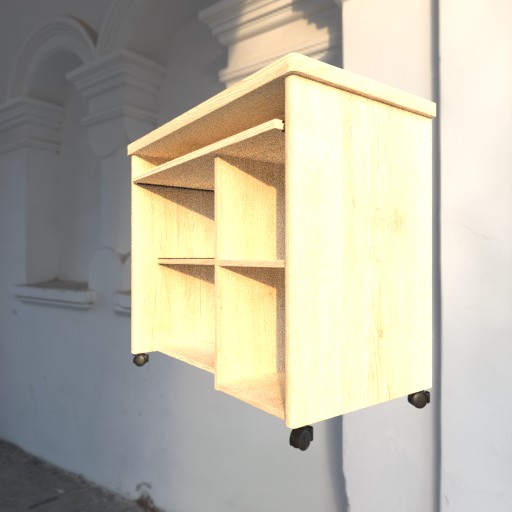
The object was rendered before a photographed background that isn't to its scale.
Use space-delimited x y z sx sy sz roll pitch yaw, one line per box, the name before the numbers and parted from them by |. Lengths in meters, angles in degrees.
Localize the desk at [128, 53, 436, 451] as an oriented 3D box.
desk | 0.000 0.000 1.333 0.480 0.770 0.885 0 0 -36
